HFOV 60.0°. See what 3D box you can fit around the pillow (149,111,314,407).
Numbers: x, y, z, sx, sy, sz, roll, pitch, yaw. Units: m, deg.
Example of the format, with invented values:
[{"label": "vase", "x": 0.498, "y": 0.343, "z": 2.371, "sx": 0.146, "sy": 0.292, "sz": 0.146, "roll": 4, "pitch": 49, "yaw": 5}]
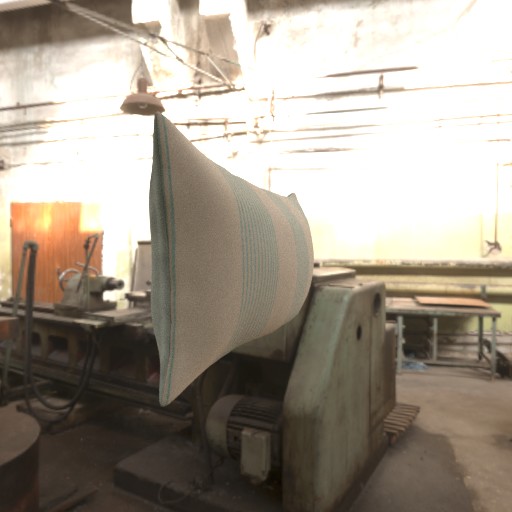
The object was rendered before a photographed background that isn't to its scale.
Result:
[{"label": "pillow", "x": 0.000, "y": 0.000, "z": 0.719, "sx": 0.151, "sy": 0.287, "sz": 0.610, "roll": 0, "pitch": 1, "yaw": 18}]
